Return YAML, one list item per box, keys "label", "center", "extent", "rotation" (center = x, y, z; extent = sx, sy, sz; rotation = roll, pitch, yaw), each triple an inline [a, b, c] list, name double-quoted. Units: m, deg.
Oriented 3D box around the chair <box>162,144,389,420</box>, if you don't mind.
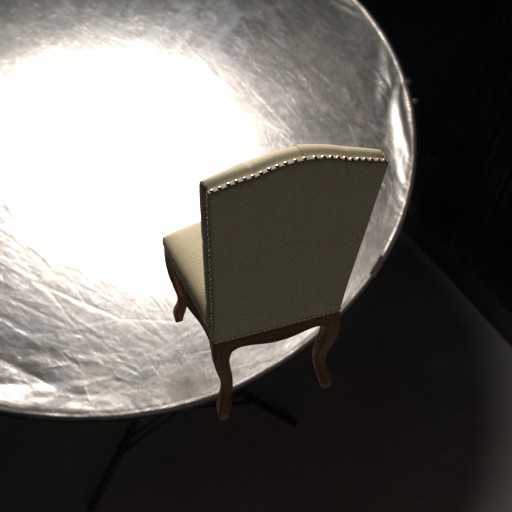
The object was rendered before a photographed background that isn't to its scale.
- label: "chair"
  center: [0.000, 0.000, 1.623]
  extent: [0.623, 1.165, 0.715]
  rotation: [-12, 42, -14]
